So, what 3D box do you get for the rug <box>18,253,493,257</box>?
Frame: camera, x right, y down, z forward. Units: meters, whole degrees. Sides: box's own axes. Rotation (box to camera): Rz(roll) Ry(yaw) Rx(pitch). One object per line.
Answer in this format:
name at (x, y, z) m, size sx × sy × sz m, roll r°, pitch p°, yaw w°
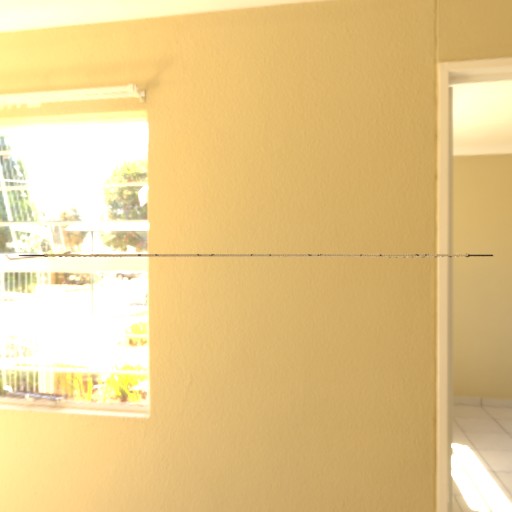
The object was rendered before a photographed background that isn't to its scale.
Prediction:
rug at (0.000, 0.000, 3.287) m, size 2.755 × 0.021 × 1.524 m, roll 0°, pitch 0°, yaw 0°
